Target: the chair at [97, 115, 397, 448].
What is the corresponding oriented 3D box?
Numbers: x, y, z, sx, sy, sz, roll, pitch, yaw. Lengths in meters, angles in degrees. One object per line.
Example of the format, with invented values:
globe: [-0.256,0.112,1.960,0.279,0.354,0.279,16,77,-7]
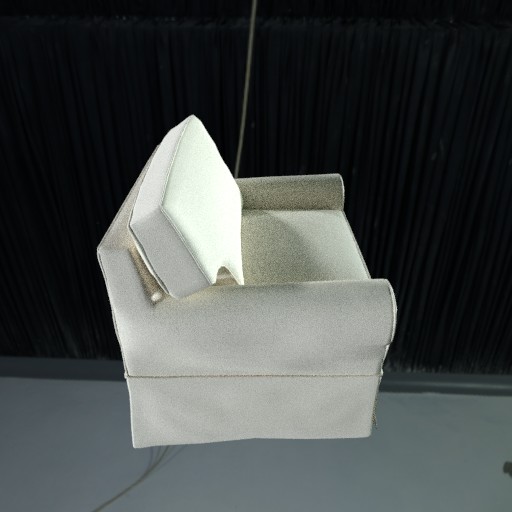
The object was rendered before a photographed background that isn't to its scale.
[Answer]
chair: [0.000,0.000,1.810,0.904,0.958,1.099,0,32,0]
